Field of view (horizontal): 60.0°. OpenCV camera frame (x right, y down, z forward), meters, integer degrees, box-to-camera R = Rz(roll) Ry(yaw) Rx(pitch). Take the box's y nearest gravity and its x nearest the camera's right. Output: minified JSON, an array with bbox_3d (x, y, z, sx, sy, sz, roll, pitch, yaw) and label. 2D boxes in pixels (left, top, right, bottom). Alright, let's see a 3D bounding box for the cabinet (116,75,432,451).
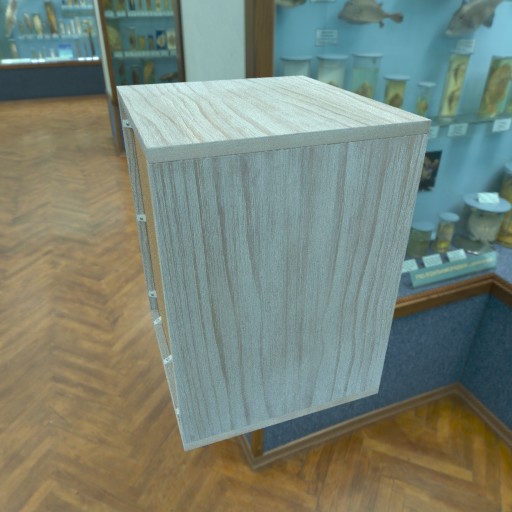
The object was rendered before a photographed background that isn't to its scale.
[{"bbox_3d":[0.000,0.000,0.856,0.401,0.579,0.409,-10,32,-17],"label":"cabinet"}]
